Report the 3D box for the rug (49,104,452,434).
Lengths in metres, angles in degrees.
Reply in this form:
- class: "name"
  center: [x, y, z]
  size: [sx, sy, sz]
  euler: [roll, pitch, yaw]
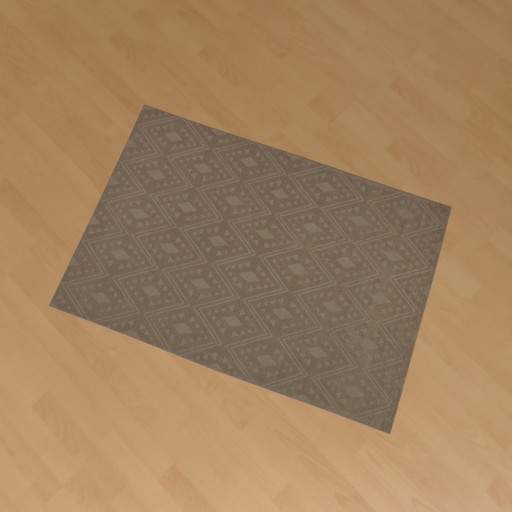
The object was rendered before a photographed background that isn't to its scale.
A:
- class: "rug"
  center: [0.000, 0.000, 2.356]
  size: [1.829, 0.034, 1.252]
  euler: [19, 77, 5]
